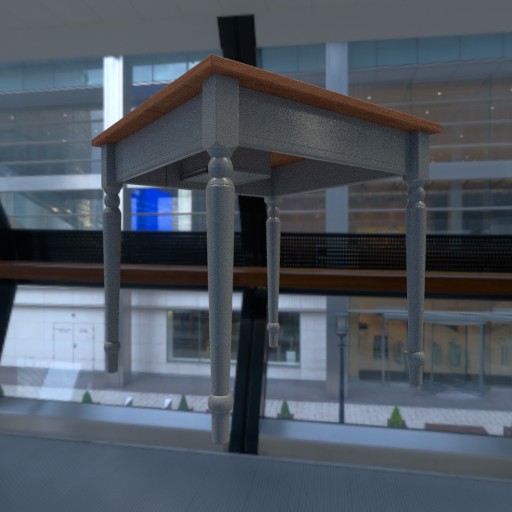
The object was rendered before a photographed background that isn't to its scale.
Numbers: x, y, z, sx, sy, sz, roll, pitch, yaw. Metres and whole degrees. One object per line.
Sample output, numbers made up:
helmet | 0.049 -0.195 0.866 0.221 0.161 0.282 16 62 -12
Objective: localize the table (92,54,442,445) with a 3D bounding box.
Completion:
table | 0.000 0.000 1.327 0.747 0.738 0.747 0 0 -36
